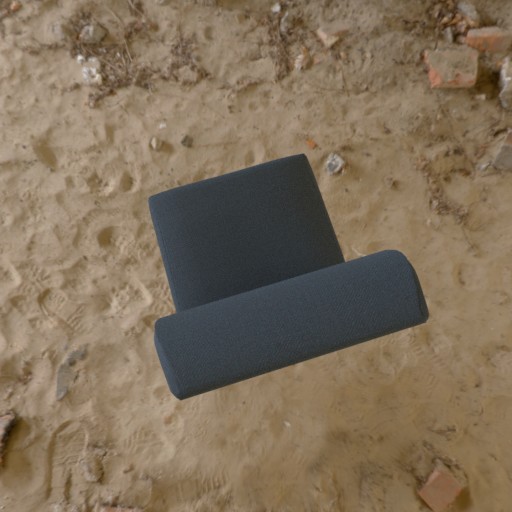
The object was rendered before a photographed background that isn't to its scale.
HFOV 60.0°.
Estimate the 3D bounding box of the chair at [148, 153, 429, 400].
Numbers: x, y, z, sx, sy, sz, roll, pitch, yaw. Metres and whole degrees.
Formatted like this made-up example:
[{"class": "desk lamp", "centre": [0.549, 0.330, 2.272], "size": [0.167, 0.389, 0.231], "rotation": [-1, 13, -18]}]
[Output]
[{"class": "chair", "centre": [0.000, 0.000, 1.174], "size": [0.513, 0.804, 0.592], "rotation": [-18, 76, -5]}]
